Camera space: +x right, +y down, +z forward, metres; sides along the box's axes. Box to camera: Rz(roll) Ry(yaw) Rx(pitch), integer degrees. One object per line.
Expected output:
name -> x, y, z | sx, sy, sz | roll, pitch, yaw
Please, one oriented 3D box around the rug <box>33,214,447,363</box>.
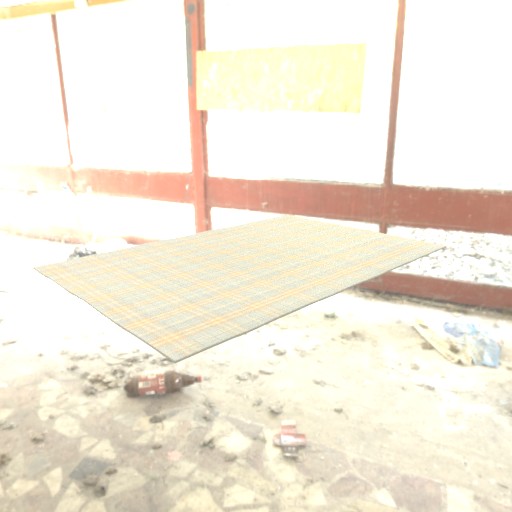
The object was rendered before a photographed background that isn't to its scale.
rug -> 0.000, 0.000, 2.330 | 1.835, 0.012, 1.231 | -16, 23, -41
